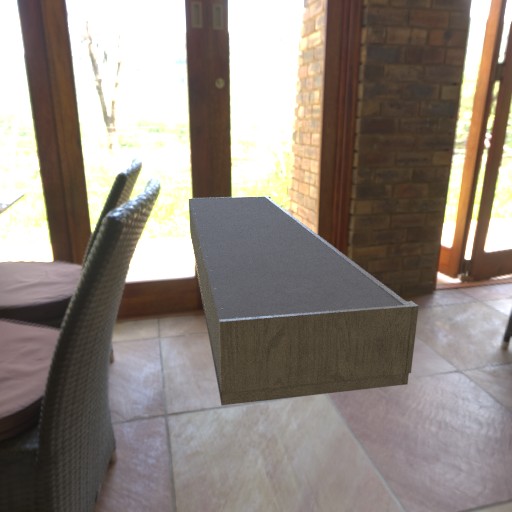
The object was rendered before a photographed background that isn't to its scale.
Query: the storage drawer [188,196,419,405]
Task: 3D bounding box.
[{"bbox_3d":[0.000,0.000,2.274,0.591,0.274,2.072,-3,17,-10],"label":"storage drawer"}]
